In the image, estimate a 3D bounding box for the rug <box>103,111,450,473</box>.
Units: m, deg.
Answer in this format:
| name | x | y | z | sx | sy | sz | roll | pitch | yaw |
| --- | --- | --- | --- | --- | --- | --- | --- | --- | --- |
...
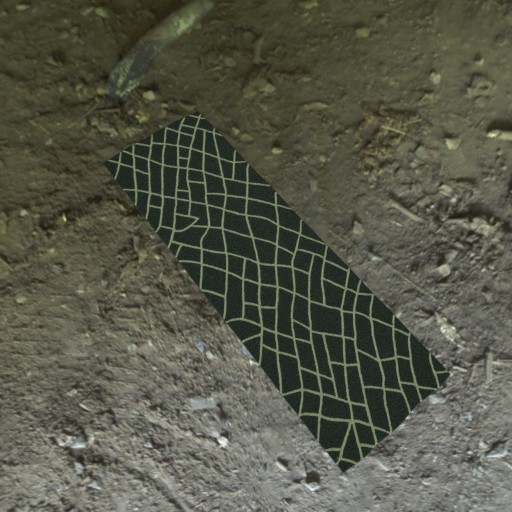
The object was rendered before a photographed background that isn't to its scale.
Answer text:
| name | x | y | z | sx | sy | sz | roll | pitch | yaw |
| --- | --- | --- | --- | --- | --- | --- | --- | --- | --- |
| rug | 0.000 | 0.000 | 2.749 | 0.807 | 0.010 | 2.476 | -35 | 68 | -16 |
